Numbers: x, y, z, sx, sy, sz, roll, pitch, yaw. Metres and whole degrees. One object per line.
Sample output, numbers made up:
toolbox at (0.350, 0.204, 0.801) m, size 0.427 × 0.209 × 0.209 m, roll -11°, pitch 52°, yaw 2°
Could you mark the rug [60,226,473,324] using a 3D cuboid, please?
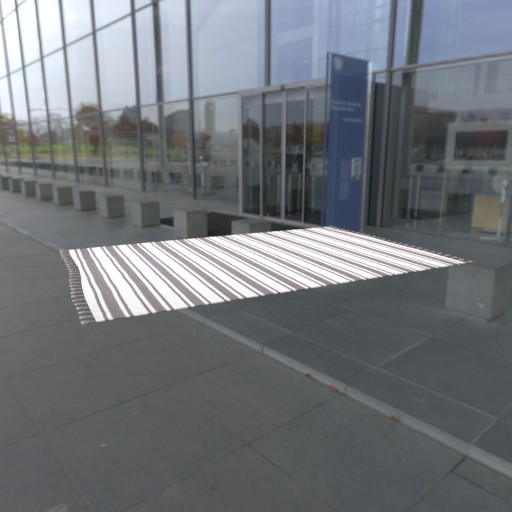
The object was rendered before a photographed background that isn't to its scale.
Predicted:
rug at (0.000, 0.000, 3.060) m, size 2.425 × 0.014 × 1.563 m, roll -7°, pitch 15°, yaw -25°
